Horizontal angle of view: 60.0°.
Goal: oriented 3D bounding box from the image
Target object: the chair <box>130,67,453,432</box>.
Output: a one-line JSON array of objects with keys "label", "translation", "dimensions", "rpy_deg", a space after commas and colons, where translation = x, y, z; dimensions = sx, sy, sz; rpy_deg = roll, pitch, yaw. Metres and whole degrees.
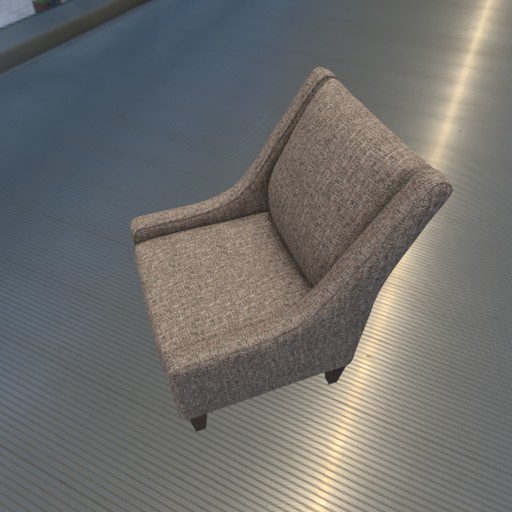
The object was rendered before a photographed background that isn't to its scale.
[{"label": "chair", "translation": [0.000, 0.000, 1.662], "dimensions": [0.870, 1.014, 0.774], "rpy_deg": [-15, 49, -14]}]
